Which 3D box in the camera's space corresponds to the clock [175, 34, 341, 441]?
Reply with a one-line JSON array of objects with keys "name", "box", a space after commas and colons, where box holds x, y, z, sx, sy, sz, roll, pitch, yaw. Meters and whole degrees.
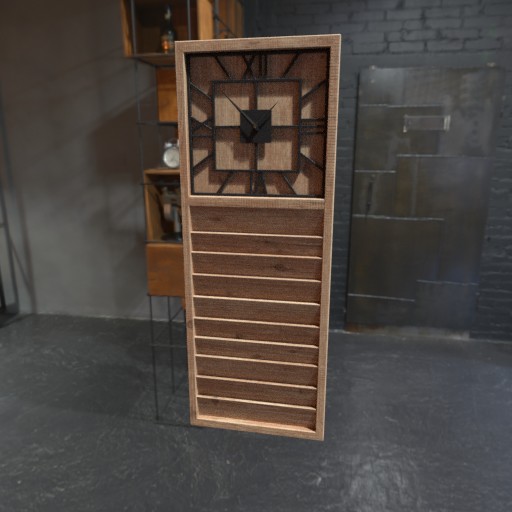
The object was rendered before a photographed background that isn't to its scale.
[{"name": "clock", "box": [0.000, 0.000, 1.076, 0.361, 0.965, 0.030, 3, 15, 11]}]
